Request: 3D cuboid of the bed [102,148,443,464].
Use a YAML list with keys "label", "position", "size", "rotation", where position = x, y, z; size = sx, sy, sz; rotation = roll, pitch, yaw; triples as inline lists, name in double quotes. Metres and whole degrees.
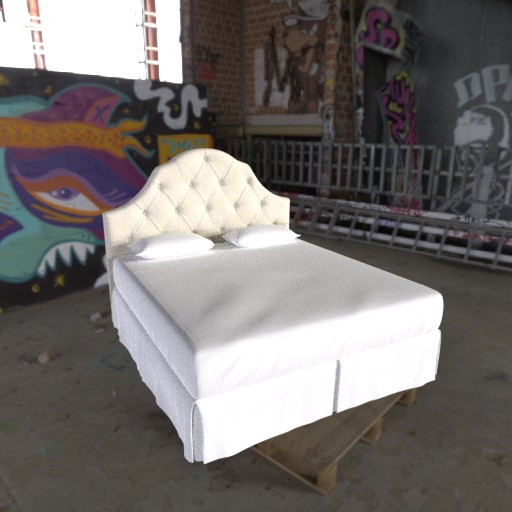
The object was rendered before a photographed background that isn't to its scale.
- label: "bed"
  position: [0.000, 0.000, 3.566]
  size: [2.008, 1.615, 2.214]
  rotation: [-8, 18, -27]
